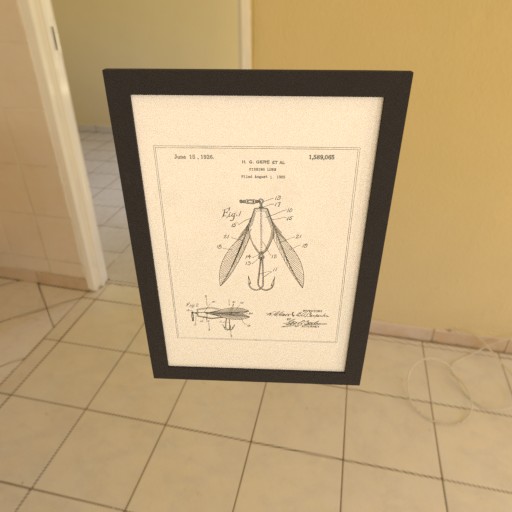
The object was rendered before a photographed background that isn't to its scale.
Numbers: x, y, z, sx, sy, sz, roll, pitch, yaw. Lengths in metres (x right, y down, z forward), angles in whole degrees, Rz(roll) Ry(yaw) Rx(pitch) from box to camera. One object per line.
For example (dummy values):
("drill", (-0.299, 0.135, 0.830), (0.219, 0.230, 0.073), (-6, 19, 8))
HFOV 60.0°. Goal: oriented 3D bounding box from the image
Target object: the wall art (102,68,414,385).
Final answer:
("wall art", (0.000, 0.000, 0.683), (0.380, 0.534, 0.013), (1, 31, 2))
